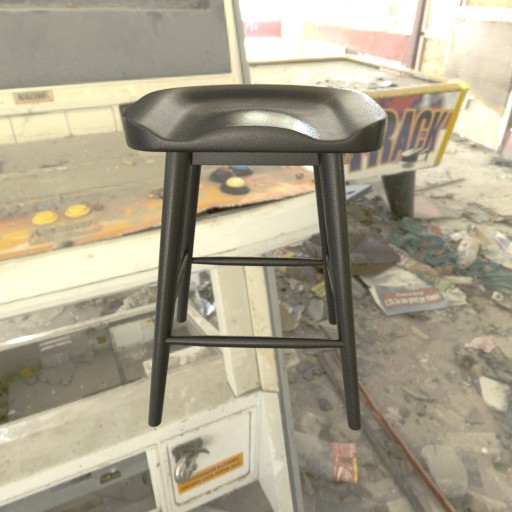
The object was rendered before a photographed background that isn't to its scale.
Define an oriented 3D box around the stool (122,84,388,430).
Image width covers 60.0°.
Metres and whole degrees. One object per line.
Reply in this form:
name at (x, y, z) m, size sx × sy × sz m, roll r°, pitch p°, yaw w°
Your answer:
stool at (0.000, 0.000, 0.905) m, size 0.440 × 0.615 × 0.361 m, roll 1°, pitch 31°, yaw 1°
